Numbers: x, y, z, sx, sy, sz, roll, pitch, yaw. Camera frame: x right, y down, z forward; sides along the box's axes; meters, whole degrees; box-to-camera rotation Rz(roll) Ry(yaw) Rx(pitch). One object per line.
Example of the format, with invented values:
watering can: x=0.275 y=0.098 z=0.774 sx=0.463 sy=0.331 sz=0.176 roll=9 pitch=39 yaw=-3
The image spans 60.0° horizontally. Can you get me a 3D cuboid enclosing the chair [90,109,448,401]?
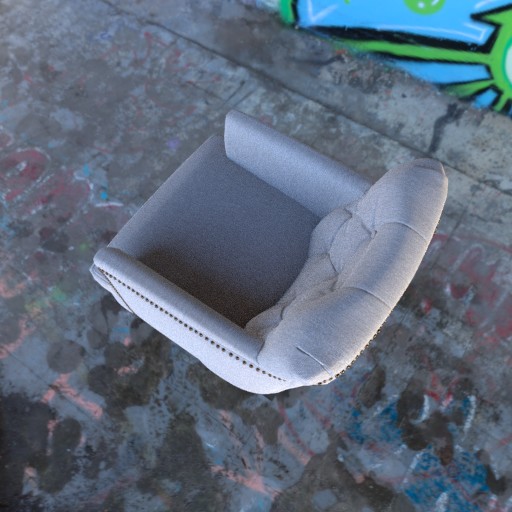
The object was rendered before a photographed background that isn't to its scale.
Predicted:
chair: x=0.000 y=0.000 z=1.508 sx=0.902 sy=0.823 sz=0.737 roll=31 pitch=67 yaw=15
